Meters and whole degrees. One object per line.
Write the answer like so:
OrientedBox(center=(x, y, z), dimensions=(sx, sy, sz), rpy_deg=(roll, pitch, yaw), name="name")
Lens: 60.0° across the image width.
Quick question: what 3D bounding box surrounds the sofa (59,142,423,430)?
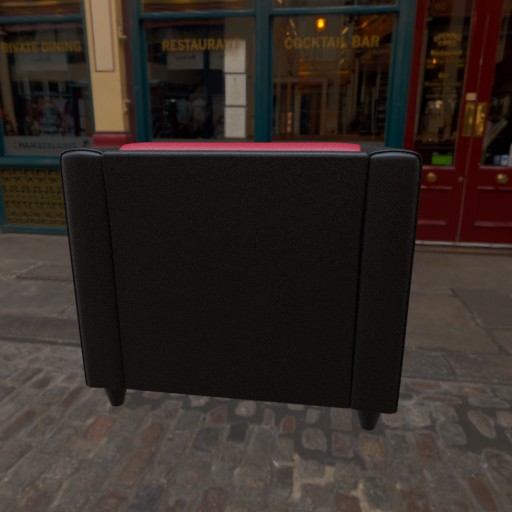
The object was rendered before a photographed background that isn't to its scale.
OrientedBox(center=(0.000, 0.000, 1.453), dimensions=(0.839, 0.724, 0.809), rpy_deg=(2, 15, 8), name="sofa")
